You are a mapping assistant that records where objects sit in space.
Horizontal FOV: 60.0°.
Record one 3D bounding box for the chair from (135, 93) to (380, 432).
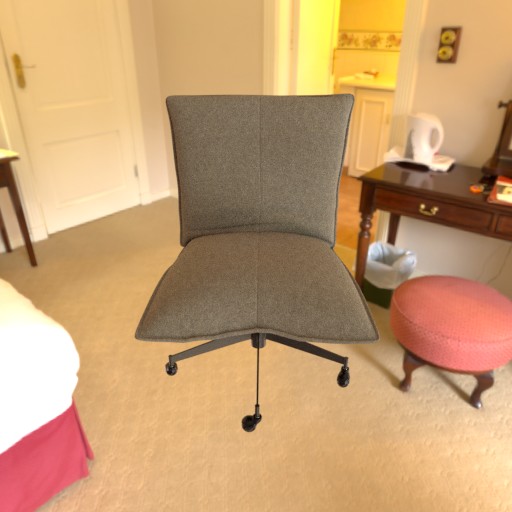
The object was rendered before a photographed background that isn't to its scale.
[{"bbox_3d":[0.000,0.000,1.286,0.597,0.811,0.696,1,27,2],"label":"chair"}]
